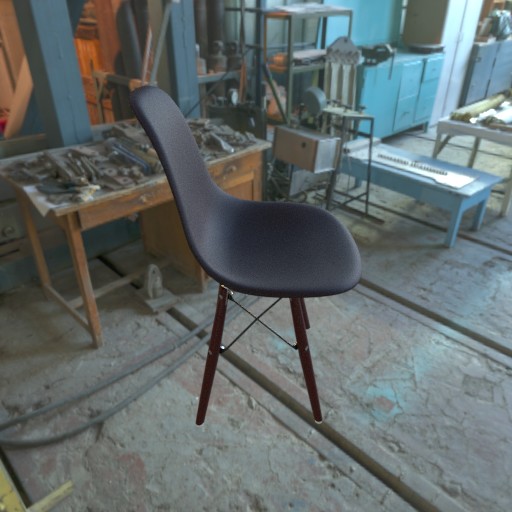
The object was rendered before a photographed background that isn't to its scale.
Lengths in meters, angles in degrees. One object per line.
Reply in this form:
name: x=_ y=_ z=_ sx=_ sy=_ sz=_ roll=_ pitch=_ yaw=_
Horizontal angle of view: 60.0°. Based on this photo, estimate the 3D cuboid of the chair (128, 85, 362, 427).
chair: x=0.000 y=0.000 z=1.163 sx=0.533 sy=0.826 sz=0.470 roll=0 pitch=32 yaw=0
